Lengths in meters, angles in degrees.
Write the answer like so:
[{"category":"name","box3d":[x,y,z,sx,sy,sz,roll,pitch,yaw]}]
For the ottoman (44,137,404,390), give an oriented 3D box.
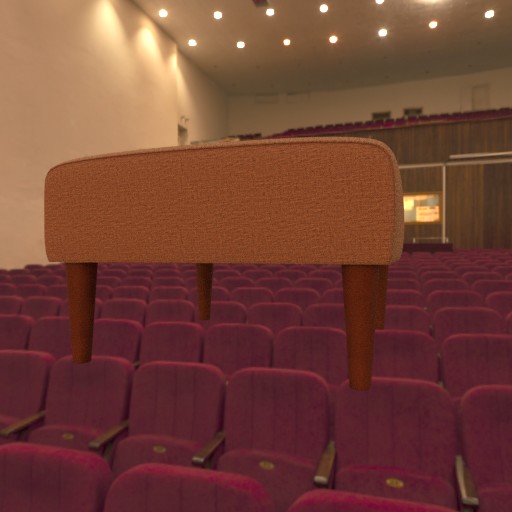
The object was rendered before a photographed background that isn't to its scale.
[{"category":"ottoman","box3d":[0.000,0.000,1.022,0.649,0.398,0.650,0,1,18]}]
